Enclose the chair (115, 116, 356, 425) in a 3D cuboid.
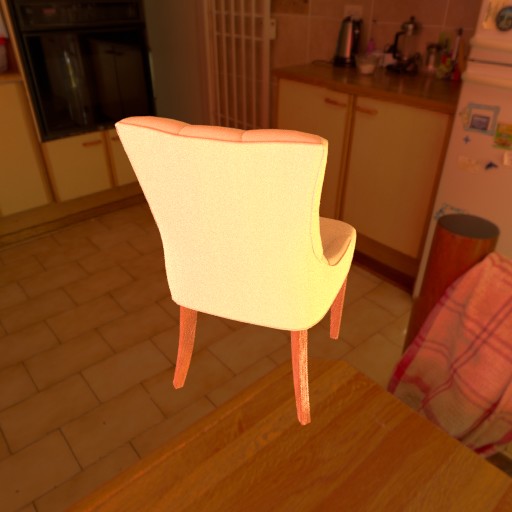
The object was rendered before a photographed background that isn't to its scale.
[{"bbox_3d":[0.000,0.000,1.273,0.509,0.874,0.565,10,33,16],"label":"chair"}]
